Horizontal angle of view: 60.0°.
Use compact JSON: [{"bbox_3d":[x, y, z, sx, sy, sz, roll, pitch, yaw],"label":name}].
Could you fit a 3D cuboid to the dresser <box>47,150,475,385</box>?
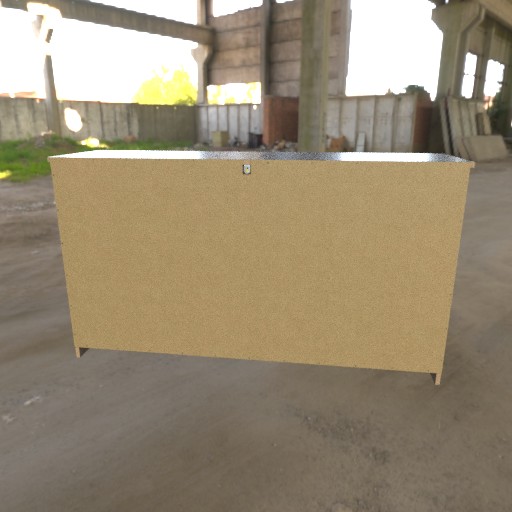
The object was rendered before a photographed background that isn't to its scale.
[{"bbox_3d":[0.000,0.000,1.693,1.360,0.755,0.401,2,17,8],"label":"dresser"}]
